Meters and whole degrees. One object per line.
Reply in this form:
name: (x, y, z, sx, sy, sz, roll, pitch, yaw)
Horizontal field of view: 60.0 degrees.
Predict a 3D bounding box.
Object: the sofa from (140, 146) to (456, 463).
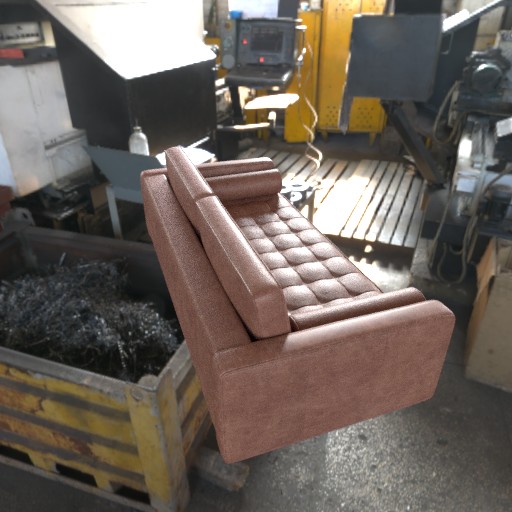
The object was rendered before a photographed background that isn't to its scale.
sofa: (0.000, 0.000, 2.286, 0.910, 0.760, 1.870, -11, 32, -17)
